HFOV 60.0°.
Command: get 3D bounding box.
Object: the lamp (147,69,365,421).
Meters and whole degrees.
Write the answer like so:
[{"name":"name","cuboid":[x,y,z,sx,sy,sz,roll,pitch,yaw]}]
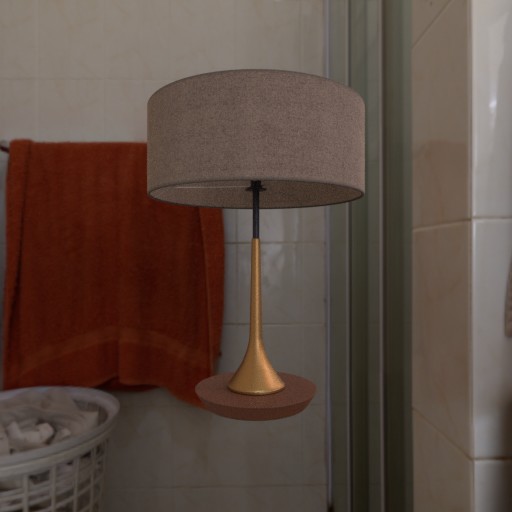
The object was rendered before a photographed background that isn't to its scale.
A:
[{"name":"lamp","cuboid":[0.000,0.000,0.834,0.396,0.551,0.417,0,0,1]}]
